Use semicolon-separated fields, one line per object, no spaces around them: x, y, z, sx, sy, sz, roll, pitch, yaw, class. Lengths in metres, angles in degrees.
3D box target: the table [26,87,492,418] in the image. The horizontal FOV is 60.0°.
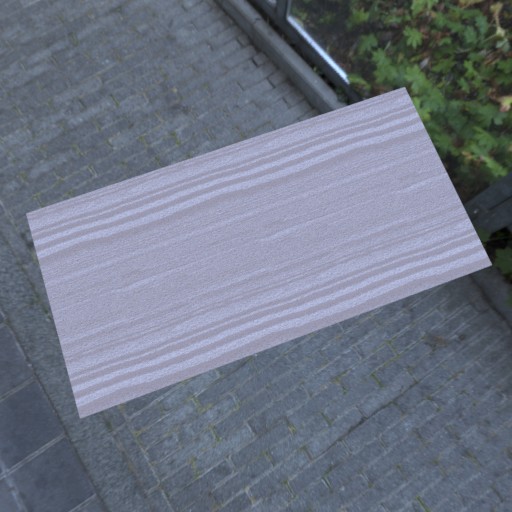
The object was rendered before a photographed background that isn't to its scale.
0.000;0.000;1.485;1.200;0.450;0.600;-20;78;-4;table
